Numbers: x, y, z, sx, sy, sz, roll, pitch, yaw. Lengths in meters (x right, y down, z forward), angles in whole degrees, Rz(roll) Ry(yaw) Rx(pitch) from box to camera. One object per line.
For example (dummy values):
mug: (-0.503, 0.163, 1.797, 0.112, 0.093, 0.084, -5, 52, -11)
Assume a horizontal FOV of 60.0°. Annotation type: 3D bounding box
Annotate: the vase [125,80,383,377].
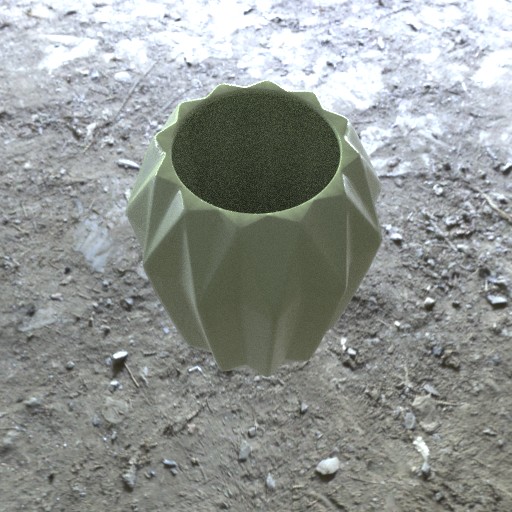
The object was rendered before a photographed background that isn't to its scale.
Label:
vase: (0.000, 0.000, 0.403, 0.195, 0.275, 0.195, 0, 58, 0)
